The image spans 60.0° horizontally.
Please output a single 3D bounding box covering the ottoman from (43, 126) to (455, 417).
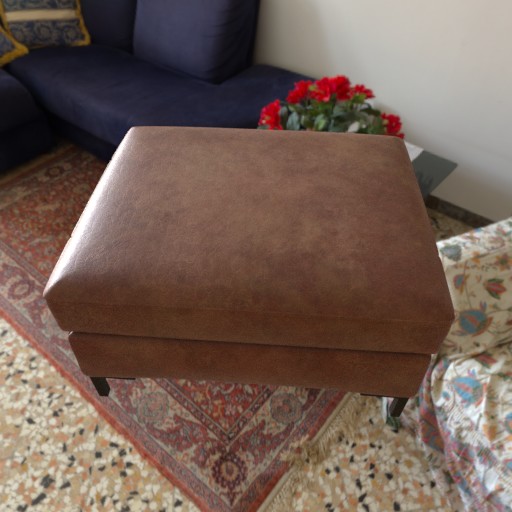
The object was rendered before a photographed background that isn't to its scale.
[{"bbox_3d":[0.000,0.000,1.753,1.186,0.667,0.965,3,46,3],"label":"ottoman"}]
